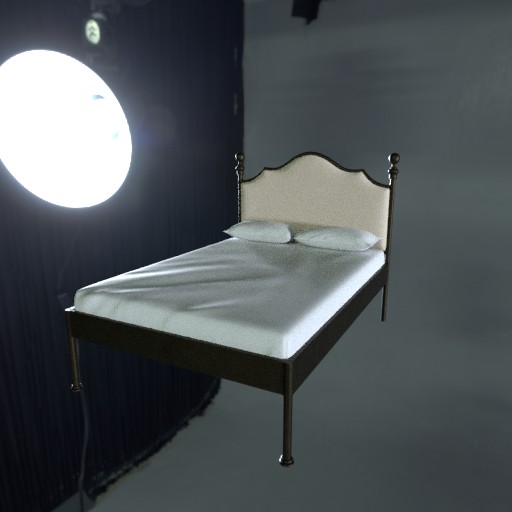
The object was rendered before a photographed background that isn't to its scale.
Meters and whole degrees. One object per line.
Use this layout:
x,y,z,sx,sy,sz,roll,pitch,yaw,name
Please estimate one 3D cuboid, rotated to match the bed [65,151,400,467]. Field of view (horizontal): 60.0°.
0.000,0.000,3.199,1.533,1.462,2.170,7,15,27,bed
